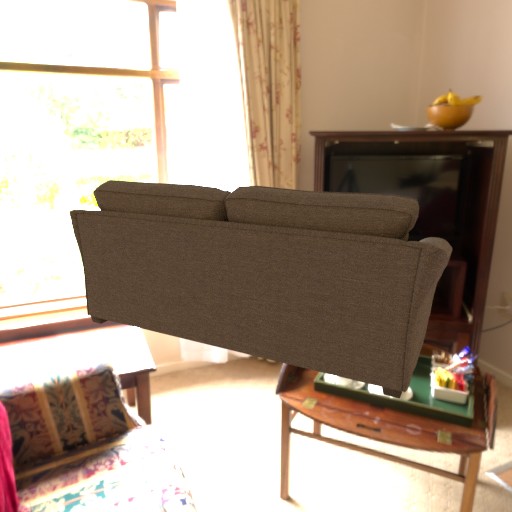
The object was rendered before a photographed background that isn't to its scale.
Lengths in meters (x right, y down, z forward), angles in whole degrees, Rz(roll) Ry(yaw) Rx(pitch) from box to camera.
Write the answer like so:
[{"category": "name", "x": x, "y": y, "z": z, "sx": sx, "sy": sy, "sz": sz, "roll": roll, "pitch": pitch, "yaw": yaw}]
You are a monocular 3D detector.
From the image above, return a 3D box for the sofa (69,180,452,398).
[{"category": "sofa", "x": 0.000, "y": 0.000, "z": 2.825, "sx": 2.270, "sy": 0.950, "sz": 0.971, "roll": 7, "pitch": 16, "yaw": 26}]
